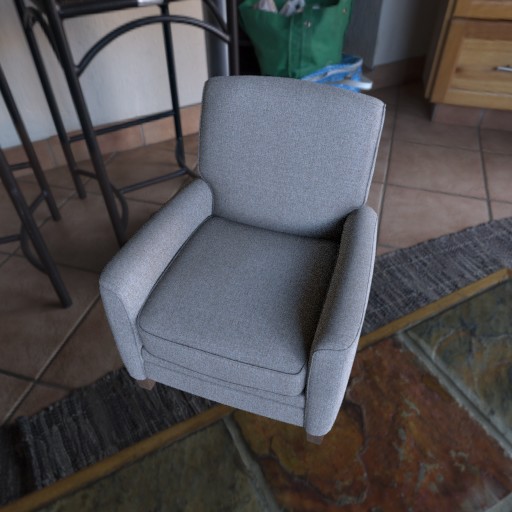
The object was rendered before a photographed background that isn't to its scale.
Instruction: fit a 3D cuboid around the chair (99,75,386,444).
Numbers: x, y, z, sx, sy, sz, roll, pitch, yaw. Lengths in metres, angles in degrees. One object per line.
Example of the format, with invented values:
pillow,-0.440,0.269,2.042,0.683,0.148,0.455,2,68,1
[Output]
chair,0.000,0.000,1.632,0.848,1.014,0.864,13,44,14
